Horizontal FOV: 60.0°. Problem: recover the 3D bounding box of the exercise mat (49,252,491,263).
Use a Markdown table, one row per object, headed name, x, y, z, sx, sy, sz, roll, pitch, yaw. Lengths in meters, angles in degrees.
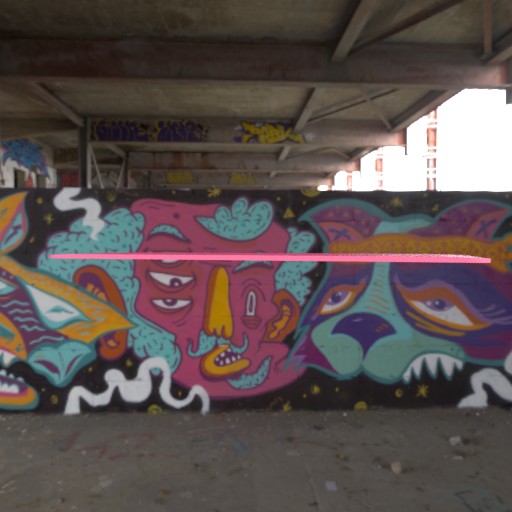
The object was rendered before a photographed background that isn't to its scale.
| name | x | y | z | sx | sy | sz | roll | pitch | yaw |
| --- | --- | --- | --- | --- | --- | --- | --- | --- | --- |
| exercise mat | 0.000 | 0.000 | 2.077 | 1.884 | 0.021 | 0.616 | 0 | 1 | 18 |
